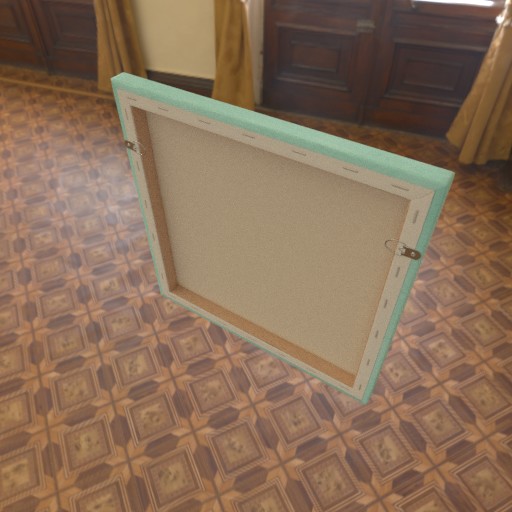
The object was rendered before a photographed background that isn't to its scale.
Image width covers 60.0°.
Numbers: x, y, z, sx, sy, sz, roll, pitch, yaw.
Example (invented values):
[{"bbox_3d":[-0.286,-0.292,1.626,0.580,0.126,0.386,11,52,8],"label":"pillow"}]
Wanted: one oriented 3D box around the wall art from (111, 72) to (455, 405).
[{"bbox_3d":[0.000,0.000,1.604,1.071,1.073,0.070,24,50,22],"label":"wall art"}]
